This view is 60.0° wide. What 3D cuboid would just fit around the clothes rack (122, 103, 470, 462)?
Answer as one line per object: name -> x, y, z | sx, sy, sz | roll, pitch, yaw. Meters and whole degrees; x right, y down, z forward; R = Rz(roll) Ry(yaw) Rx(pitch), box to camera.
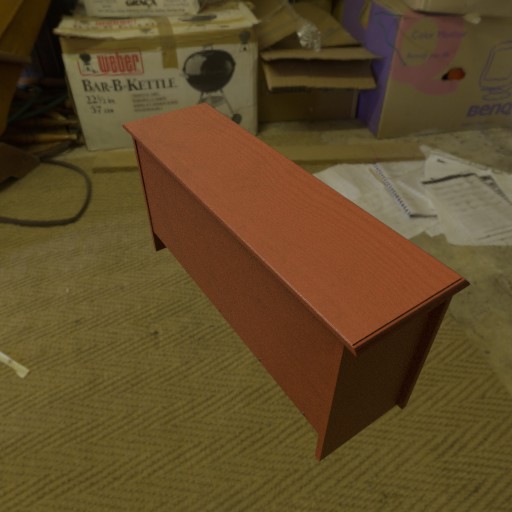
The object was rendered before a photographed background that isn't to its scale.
clothes rack -> 0.000, 0.000, 1.532 | 0.362, 0.594, 1.251 | -24, 47, -25
